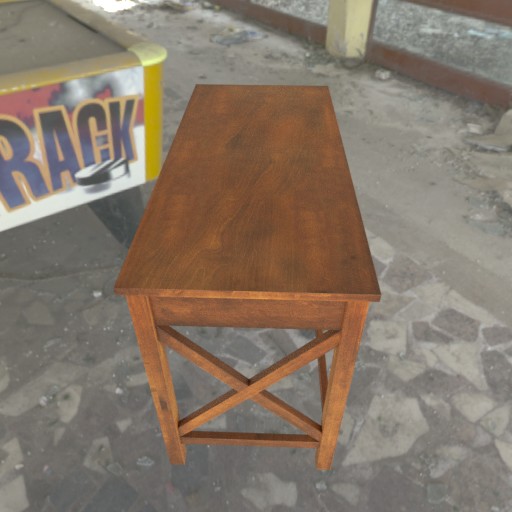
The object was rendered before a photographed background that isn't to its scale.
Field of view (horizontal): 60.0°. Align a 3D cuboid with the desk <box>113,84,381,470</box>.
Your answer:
[{"bbox_3d":[0.000,0.000,1.503,0.508,0.762,1.117,1,40,2],"label":"desk"}]
